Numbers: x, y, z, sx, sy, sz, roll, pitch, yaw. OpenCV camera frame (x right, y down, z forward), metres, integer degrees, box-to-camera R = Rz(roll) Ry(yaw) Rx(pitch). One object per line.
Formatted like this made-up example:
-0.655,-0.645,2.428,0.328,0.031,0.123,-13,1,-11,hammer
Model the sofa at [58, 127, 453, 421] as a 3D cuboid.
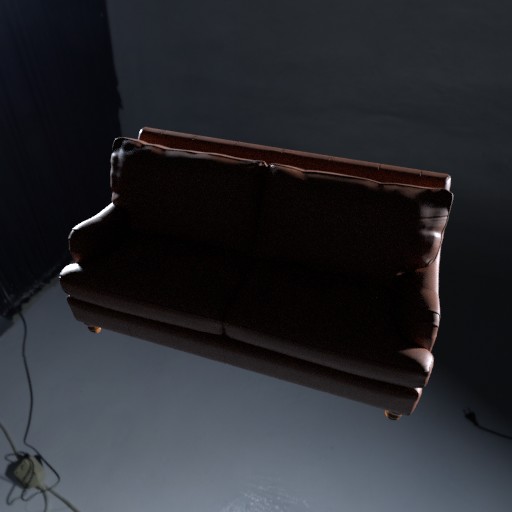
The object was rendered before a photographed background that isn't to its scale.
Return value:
0.000,0.000,2.731,2.144,1.071,1.147,12,42,14,sofa
